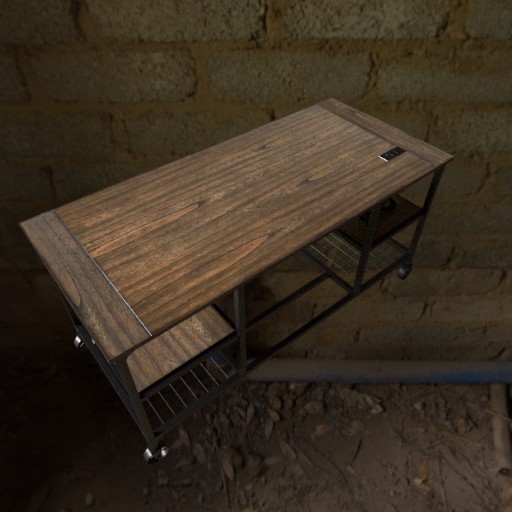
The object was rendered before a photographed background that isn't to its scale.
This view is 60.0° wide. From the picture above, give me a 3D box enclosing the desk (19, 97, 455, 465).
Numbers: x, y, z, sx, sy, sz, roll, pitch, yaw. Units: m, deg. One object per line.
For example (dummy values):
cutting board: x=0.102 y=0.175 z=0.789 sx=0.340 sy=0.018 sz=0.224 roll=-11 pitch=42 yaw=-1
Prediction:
desk: x=0.000 y=0.000 z=1.959 sx=1.590 sy=0.751 sz=0.711 roll=-30 pitch=52 yaw=-27
